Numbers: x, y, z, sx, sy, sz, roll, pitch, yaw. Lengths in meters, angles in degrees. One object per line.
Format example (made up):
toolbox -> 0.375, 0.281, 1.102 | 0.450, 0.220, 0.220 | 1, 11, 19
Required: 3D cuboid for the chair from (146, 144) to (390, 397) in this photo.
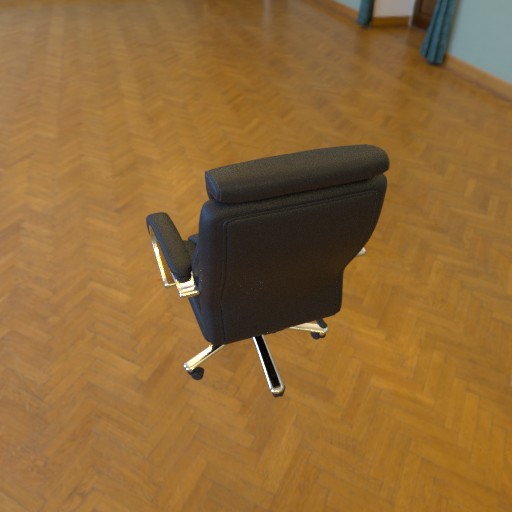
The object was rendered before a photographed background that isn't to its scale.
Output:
chair -> 0.000, 0.000, 1.735 | 0.755, 1.183, 0.790 | -13, 42, -14
